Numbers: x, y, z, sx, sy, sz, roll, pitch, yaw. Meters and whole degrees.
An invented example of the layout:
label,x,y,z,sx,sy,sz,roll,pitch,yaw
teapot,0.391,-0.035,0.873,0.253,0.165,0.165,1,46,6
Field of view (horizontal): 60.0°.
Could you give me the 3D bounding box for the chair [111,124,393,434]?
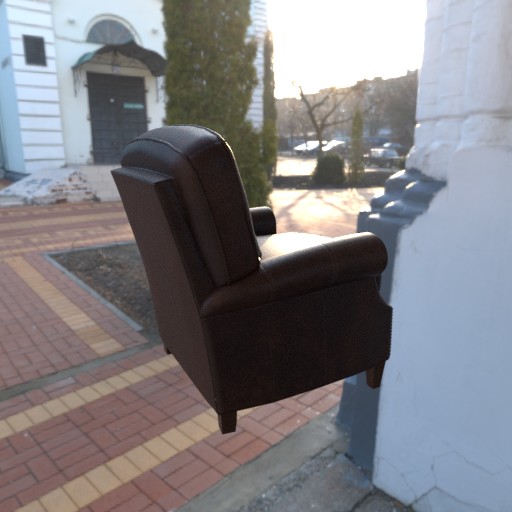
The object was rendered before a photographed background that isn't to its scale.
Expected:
label,x,y,z,sx,sy,sz,roll,pitch,yaw
chair,0.000,0.000,1.813,0.986,1.018,0.936,-7,16,-27
